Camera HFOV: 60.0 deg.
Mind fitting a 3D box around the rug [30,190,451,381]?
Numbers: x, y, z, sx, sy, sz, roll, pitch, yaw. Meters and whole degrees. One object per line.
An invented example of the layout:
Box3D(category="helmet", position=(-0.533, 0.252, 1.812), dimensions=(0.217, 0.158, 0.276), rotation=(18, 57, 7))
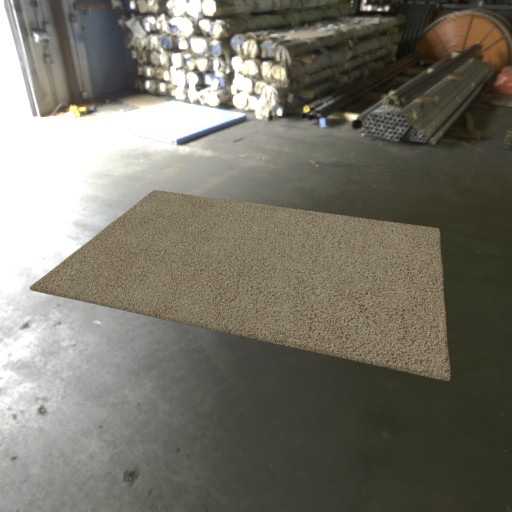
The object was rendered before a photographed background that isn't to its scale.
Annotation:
Box3D(category="rug", position=(0.000, 0.000, 3.434), dimensions=(2.743, 0.030, 1.778), rotation=(10, 33, 15))
